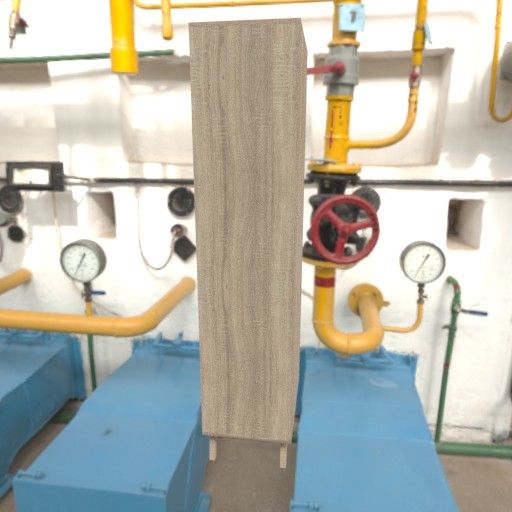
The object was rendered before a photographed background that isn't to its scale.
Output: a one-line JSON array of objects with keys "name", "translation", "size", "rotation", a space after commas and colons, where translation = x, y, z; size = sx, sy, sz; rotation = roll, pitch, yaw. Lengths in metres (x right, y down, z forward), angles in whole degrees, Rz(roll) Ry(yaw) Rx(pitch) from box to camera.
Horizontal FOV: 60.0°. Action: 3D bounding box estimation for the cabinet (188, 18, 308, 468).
[{"name": "cabinet", "translation": [0.000, 0.000, 2.055], "size": [0.400, 1.850, 0.570], "rotation": [2, 14, 9]}]
